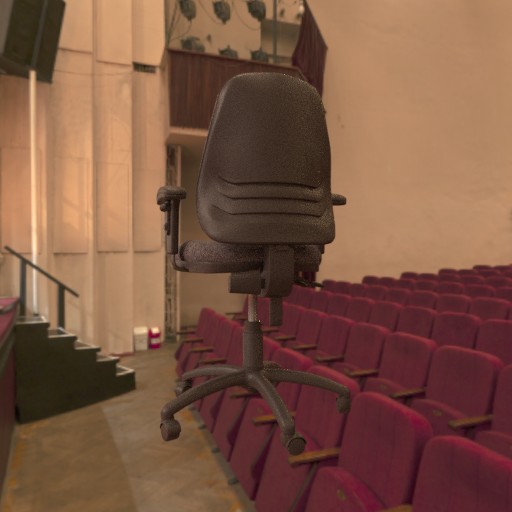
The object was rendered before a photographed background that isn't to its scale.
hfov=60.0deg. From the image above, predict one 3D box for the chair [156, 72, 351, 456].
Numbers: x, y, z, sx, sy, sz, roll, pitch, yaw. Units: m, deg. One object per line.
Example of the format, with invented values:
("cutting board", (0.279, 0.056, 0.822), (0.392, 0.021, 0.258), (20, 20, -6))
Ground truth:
("chair", (0.000, 0.000, 1.253), (0.550, 0.910, 0.530), (0, 0, -18))
